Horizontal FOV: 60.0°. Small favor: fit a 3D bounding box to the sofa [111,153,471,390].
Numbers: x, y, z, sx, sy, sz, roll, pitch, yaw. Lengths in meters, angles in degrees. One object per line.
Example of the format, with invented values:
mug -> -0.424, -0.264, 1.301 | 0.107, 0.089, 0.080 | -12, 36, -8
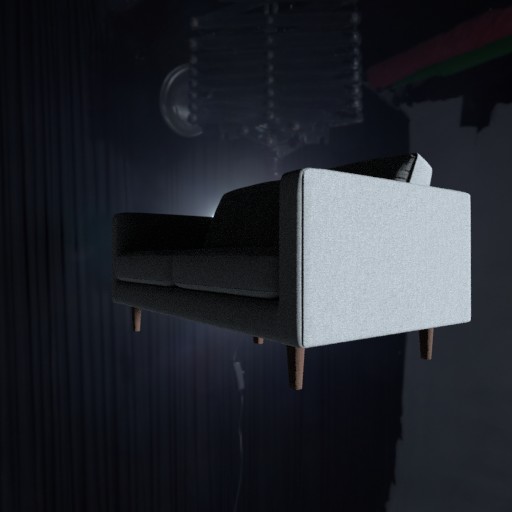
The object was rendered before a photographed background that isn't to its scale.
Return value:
sofa -> 0.000, 0.000, 2.284 | 1.000, 0.900, 1.731 | 0, 0, -36
